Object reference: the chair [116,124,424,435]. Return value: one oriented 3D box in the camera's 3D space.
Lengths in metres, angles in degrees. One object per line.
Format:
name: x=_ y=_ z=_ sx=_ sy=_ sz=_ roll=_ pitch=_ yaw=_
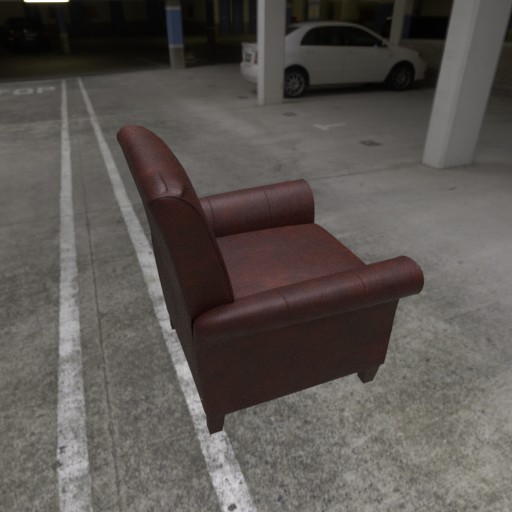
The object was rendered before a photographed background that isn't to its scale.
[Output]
chair: x=0.000 y=0.000 z=1.821 sx=0.902 sy=1.061 sz=0.978 roll=-11 pitch=33 yaw=-19
